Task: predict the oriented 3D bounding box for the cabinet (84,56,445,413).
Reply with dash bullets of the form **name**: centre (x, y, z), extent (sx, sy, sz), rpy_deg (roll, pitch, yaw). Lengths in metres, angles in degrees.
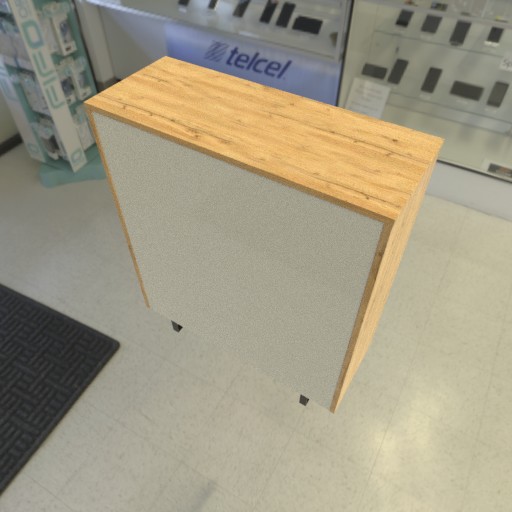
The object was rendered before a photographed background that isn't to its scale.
- **cabinet**: centre (0.000, 0.000, 2.033), extent (1.168, 1.397, 0.473), rpy_deg (25, 52, 21)
